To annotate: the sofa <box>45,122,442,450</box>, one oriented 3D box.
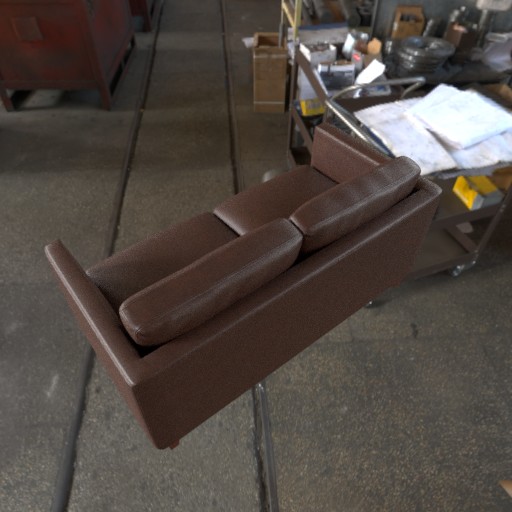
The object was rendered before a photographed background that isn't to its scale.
[{"bbox_3d":[0.000,0.000,2.447,1.883,0.933,0.951,-30,53,-25],"label":"sofa"}]
